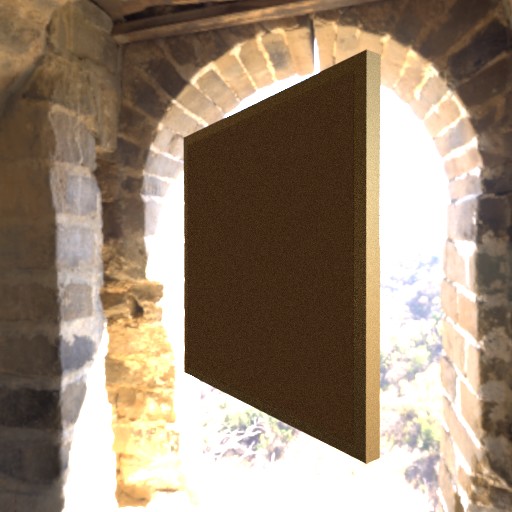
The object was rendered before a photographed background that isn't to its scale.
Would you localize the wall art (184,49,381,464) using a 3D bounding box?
[{"bbox_3d":[0.000,0.000,2.876,0.099,1.926,1.926,0,1,-35],"label":"wall art"}]
